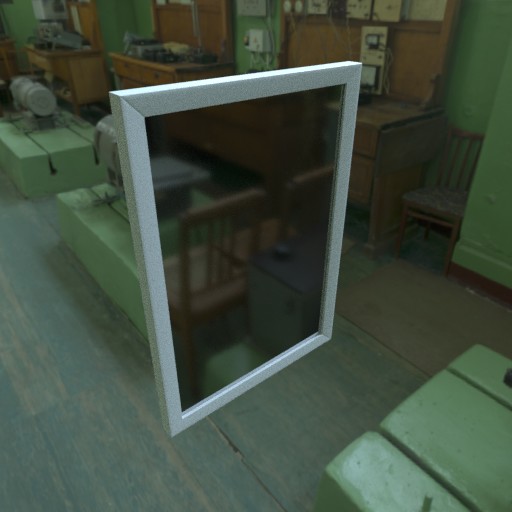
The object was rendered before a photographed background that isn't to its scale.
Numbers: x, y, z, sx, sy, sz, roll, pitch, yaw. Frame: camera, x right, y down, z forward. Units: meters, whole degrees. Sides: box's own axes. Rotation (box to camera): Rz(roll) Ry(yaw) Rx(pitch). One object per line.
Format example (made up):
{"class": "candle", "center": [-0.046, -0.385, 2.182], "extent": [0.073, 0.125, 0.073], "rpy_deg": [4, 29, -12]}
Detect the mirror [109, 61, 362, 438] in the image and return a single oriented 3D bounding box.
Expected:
{"class": "mirror", "center": [0.000, 0.000, 0.928], "extent": [0.507, 0.710, 0.040], "rpy_deg": [-23, 38, -33]}
